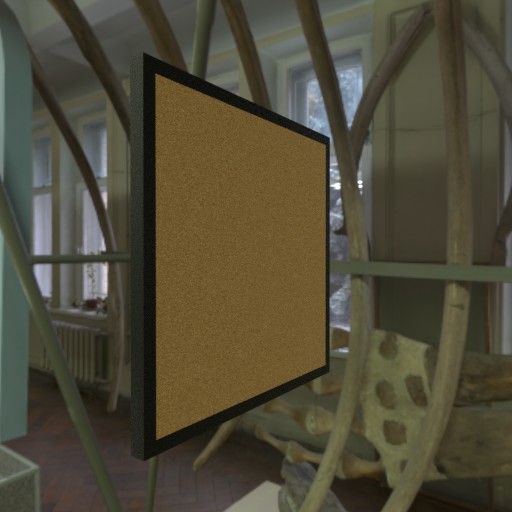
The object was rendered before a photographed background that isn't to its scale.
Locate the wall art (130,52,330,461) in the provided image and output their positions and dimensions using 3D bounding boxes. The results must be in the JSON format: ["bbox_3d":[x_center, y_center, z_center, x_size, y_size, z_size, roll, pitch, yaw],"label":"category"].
[{"bbox_3d":[0.000,0.000,1.143,0.038,0.762,0.762,0,1,36],"label":"wall art"}]
